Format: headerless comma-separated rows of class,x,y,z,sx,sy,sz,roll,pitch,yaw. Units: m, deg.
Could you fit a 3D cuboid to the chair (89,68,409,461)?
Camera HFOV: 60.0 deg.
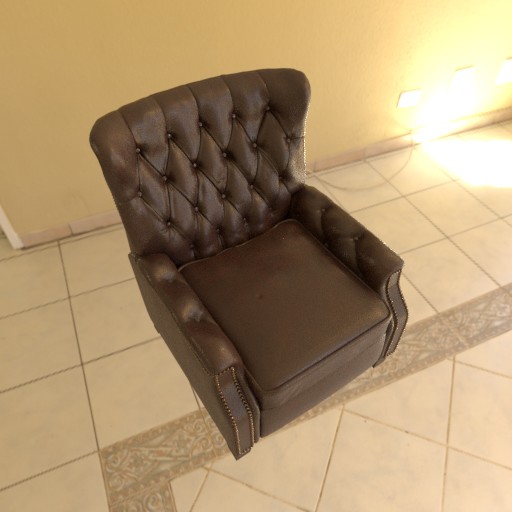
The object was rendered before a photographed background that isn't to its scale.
chair,0.000,0.000,1.438,0.709,0.864,0.823,-26,51,-23
